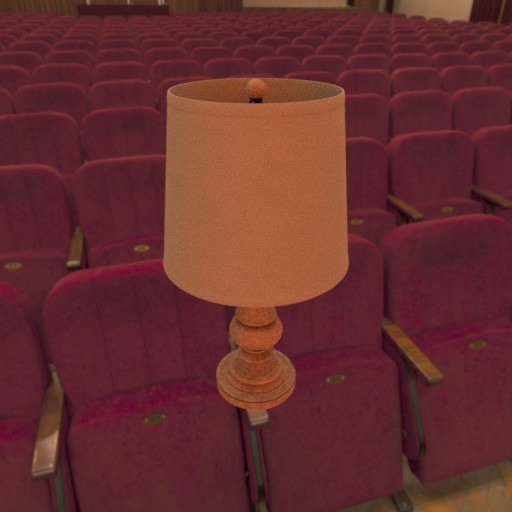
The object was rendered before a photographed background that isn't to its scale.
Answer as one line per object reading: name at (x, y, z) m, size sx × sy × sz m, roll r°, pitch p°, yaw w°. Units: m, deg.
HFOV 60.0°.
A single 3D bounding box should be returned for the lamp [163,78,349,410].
lamp at (0.000, 0.000, 0.664) m, size 0.273 × 0.497 × 0.273 m, roll 0°, pitch 28°, yaw 0°
